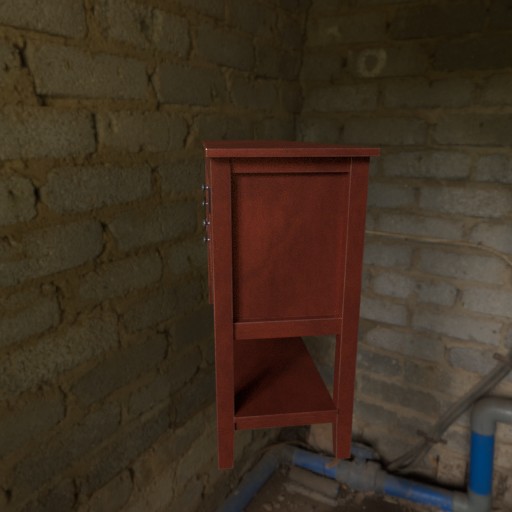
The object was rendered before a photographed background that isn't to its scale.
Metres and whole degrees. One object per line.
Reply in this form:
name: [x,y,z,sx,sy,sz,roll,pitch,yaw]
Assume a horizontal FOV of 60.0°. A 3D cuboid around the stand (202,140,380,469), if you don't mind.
stand: [0.000,0.000,1.760,0.410,0.872,1.362,-2,15,-7]
